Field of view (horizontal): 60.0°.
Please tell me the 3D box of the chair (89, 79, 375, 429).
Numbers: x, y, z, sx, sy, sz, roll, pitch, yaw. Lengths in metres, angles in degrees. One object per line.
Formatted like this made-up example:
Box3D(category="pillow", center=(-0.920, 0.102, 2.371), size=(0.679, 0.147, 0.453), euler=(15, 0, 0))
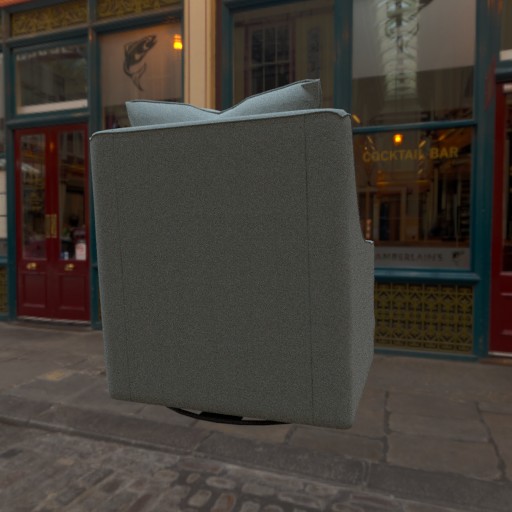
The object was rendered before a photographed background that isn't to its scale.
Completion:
Box3D(category="chair", center=(0.000, 0.000, 1.562), size=(0.760, 0.926, 0.870), euler=(0, 1, 19))
